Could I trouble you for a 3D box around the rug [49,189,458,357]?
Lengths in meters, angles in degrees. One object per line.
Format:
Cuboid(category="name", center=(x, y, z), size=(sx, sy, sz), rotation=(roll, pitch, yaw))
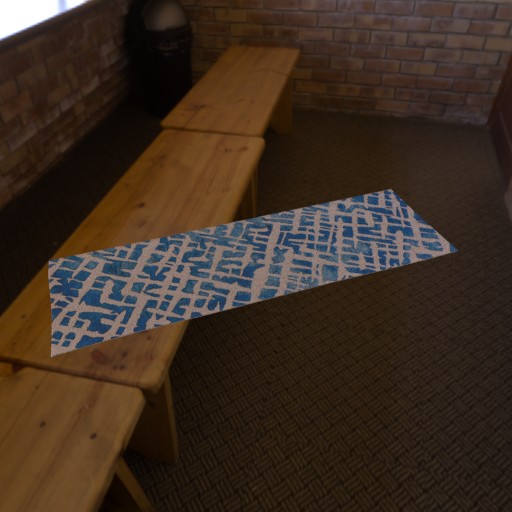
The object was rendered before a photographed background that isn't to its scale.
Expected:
Cuboid(category="rug", center=(0.000, 0.000, 2.775), size=(2.446, 0.011, 0.768), rotation=(-13, 43, -15))
